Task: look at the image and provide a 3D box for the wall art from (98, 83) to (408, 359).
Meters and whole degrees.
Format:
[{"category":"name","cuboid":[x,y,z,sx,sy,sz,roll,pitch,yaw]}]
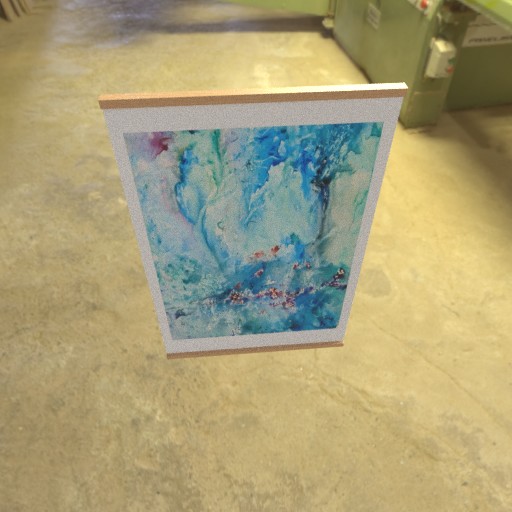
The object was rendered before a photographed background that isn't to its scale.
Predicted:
[{"category":"wall art","cuboid":[0.000,0.000,1.964,0.991,1.510,0.040,-3,46,-3]}]
